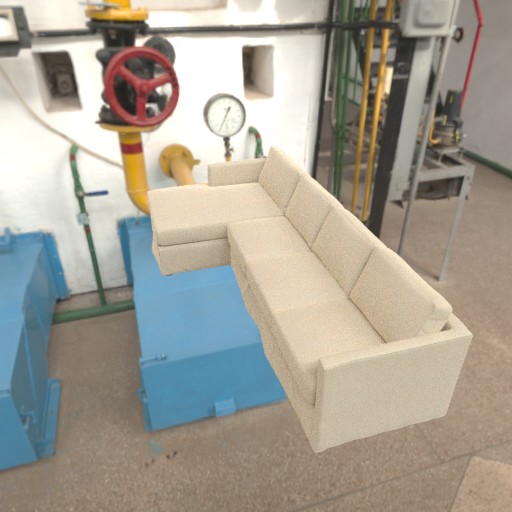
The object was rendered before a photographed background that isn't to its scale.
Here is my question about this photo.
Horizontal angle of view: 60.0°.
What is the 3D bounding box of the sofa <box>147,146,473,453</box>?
[{"bbox_3d":[0.000,0.000,3.753,1.650,0.922,3.205,-9,33,-14],"label":"sofa"}]
